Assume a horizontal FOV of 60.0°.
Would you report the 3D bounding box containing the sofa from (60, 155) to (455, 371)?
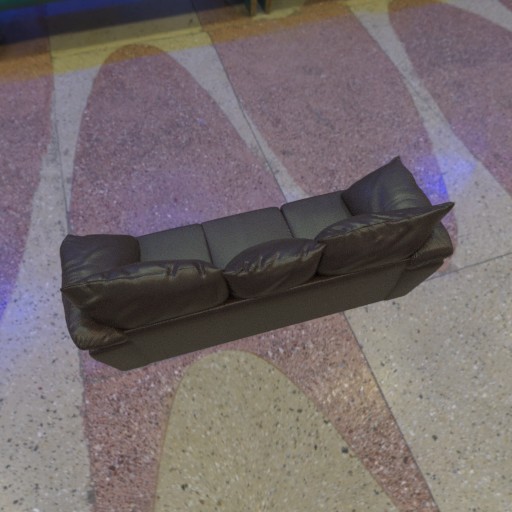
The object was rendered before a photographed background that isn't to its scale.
[{"bbox_3d":[0.000,0.000,2.913,2.390,1.091,0.907,-14,58,-9],"label":"sofa"}]
